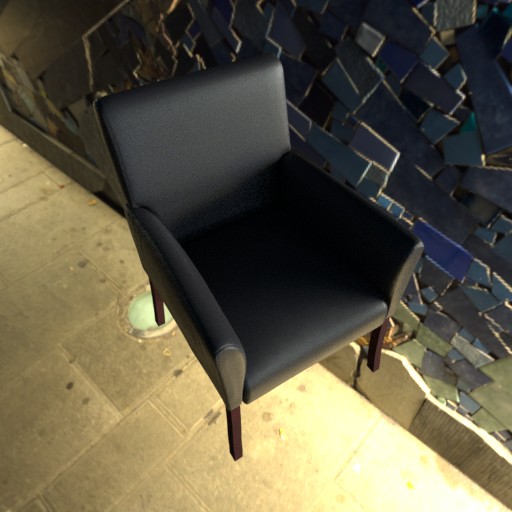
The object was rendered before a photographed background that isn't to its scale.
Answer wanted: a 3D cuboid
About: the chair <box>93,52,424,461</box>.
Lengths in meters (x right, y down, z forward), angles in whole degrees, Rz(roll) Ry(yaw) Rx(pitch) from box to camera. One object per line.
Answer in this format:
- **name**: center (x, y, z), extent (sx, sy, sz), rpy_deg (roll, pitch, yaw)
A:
- **chair**: center (0.000, 0.000, 1.479), extent (0.683, 0.951, 0.772), rpy_deg (-25, 52, -21)
